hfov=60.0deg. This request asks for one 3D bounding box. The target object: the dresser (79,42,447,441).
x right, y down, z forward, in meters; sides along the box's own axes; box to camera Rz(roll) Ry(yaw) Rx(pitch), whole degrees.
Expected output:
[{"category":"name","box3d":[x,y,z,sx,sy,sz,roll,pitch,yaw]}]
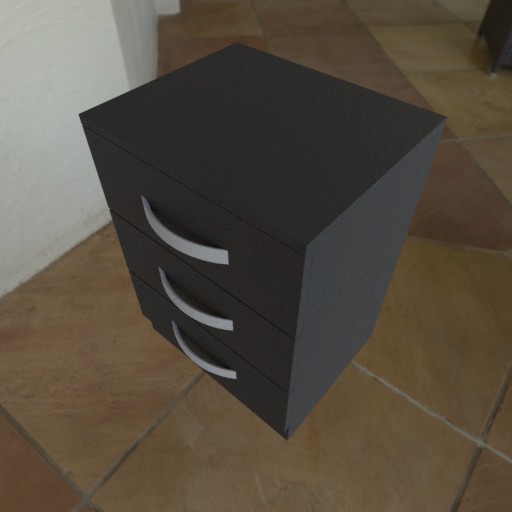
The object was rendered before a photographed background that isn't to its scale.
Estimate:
[{"category":"dresser","box3d":[0.000,0.000,0.823,0.400,0.560,0.360,32,55,26]}]
